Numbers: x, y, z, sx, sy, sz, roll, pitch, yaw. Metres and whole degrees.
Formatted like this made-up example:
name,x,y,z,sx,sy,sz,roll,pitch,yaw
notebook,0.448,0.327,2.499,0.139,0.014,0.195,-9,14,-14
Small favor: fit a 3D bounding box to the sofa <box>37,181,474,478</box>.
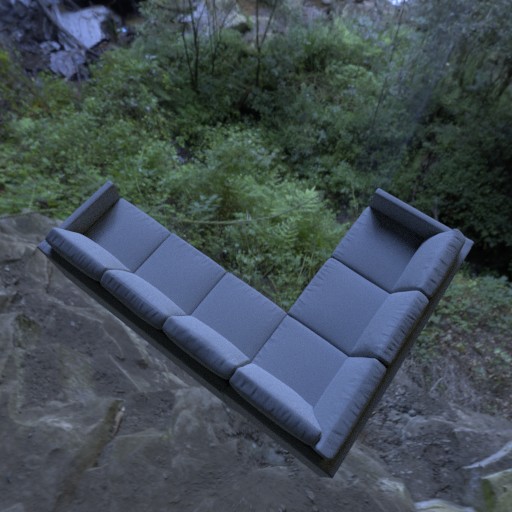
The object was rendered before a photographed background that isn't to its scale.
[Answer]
name,x,y,z,sx,sy,sz,roll,pitch,yaw
sofa,0.000,0.000,4.249,3.182,0.871,2.432,34,69,15
